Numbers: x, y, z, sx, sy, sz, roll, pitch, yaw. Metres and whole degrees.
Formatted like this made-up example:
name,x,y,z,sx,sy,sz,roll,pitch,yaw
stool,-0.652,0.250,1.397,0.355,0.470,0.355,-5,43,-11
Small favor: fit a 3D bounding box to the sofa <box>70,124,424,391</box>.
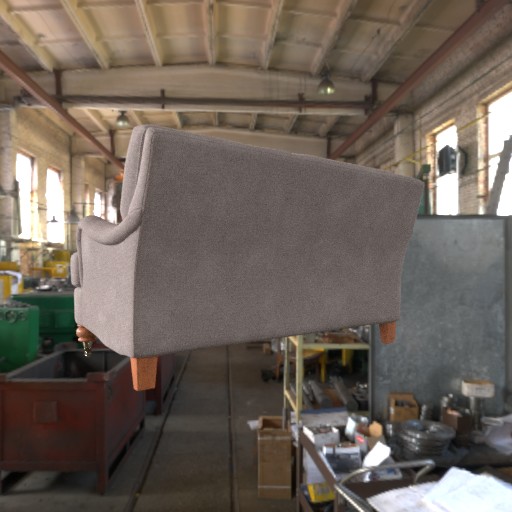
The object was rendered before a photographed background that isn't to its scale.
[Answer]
name,x,y,z,sx,sy,sz,roll,pitch,yaw
sofa,0.000,0.000,2.572,1.853,1.101,1.084,0,0,-38
